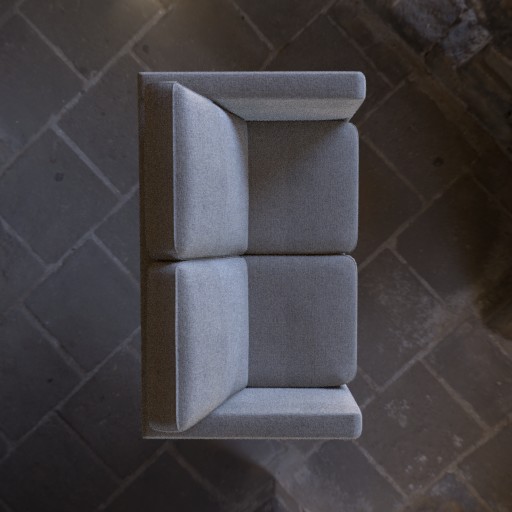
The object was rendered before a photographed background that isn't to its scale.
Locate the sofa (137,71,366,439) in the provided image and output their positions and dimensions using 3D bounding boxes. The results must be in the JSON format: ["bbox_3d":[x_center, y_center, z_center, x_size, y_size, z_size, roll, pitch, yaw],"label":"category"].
[{"bbox_3d":[0.000,0.000,2.090,0.969,0.973,1.527,0,93,1],"label":"sofa"}]
